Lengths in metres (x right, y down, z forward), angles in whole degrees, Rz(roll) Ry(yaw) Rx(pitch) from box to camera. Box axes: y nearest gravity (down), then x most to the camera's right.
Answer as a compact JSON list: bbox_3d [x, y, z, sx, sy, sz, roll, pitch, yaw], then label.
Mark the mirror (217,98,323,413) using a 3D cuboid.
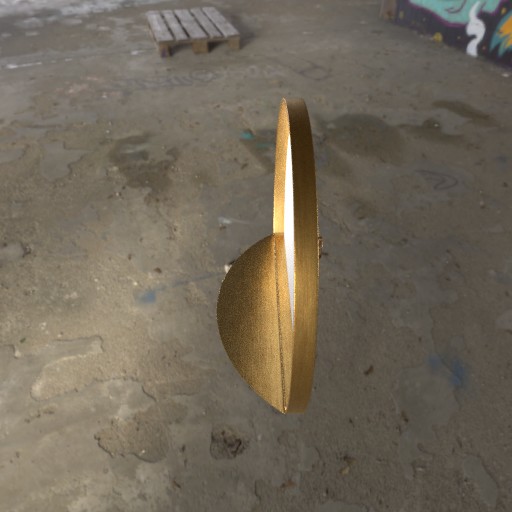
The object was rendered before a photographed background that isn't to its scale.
[{"bbox_3d":[0.000,0.000,0.682,0.133,0.457,0.457,0,41,0],"label":"mirror"}]
